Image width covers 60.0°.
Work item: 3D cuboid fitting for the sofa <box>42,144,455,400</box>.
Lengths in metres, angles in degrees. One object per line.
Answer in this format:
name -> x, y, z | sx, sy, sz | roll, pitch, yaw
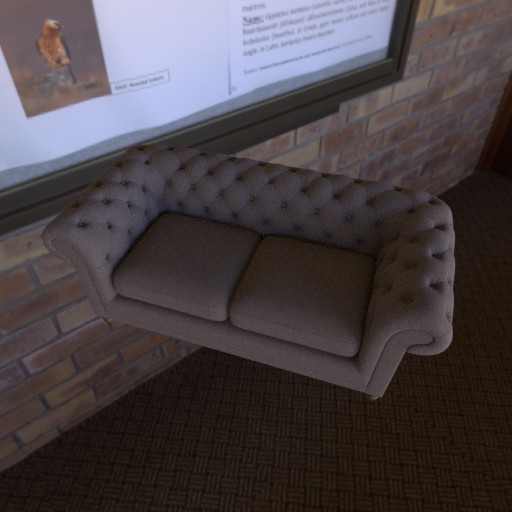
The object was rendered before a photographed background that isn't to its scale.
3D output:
sofa -> 0.000, 0.000, 2.511 | 1.998, 0.764, 0.986 | 13, 44, 14
